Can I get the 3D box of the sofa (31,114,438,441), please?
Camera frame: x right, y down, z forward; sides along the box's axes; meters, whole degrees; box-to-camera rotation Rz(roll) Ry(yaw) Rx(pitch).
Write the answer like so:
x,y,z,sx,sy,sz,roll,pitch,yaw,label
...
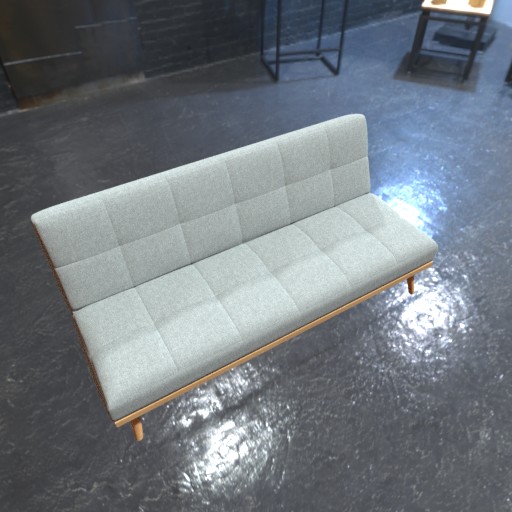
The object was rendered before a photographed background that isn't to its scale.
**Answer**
x,y,z,sx,sy,sz,roll,pitch,yaw,label
0.000,0.000,2.236,1.820,0.800,0.800,-23,49,-21,sofa
